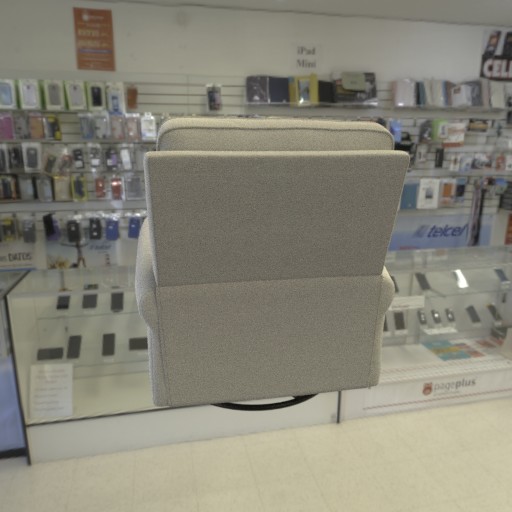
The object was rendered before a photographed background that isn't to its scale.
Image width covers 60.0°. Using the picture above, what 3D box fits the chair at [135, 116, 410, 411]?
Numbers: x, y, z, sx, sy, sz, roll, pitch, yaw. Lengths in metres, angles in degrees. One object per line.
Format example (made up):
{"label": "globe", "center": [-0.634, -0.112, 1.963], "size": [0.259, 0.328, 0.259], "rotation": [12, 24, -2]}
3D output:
{"label": "chair", "center": [0.000, 0.000, 1.661], "size": [0.890, 0.960, 0.878], "rotation": [-2, 14, -10]}
